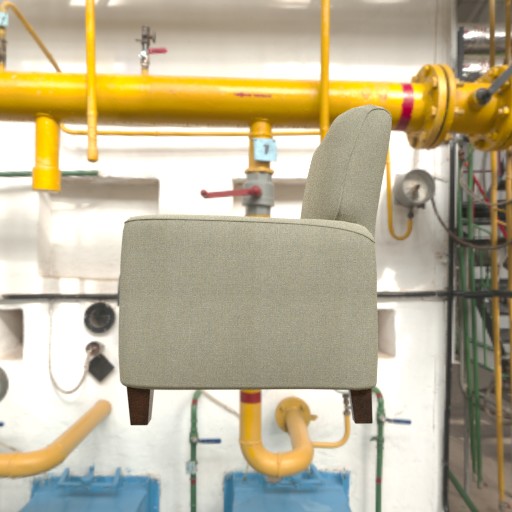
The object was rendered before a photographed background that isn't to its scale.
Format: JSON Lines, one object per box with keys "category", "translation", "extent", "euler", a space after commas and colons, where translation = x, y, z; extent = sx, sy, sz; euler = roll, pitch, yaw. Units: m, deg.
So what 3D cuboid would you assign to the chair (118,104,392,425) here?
{"category": "chair", "translation": [0.000, 0.000, 1.689], "extent": [0.853, 1.006, 0.850], "euler": [0, 0, -1]}
